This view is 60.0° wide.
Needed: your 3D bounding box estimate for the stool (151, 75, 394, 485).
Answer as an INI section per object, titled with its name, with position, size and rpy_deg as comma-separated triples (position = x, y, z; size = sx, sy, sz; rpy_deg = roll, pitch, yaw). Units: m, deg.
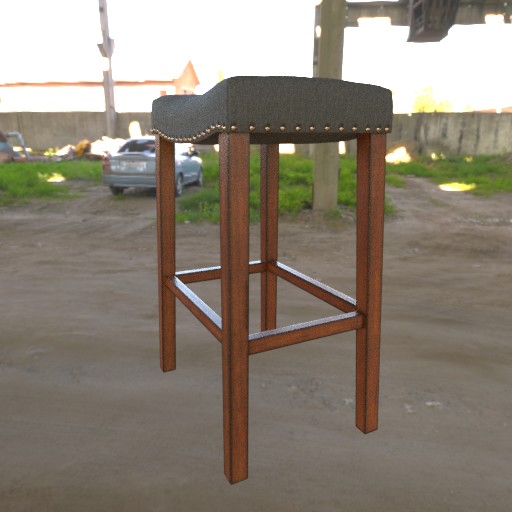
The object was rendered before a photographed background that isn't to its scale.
[stool]
position = 0.000, 0.000, 1.047
size = 0.366, 0.748, 0.502
rpy_deg = -8, 17, -26
